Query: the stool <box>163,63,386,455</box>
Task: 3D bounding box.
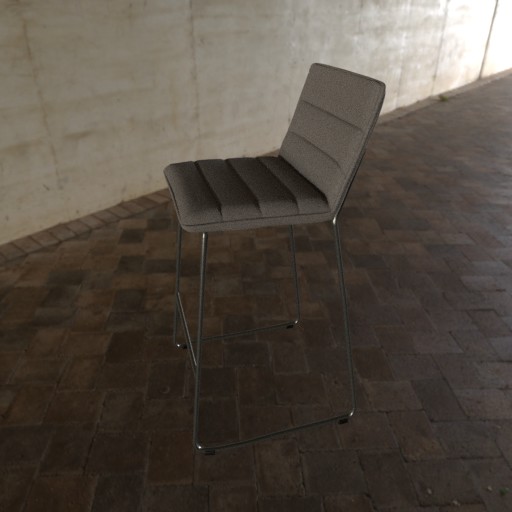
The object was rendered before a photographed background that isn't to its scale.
[{"bbox_3d":[0.000,0.000,1.247,0.490,0.960,0.490,-8,31,-14],"label":"stool"}]
